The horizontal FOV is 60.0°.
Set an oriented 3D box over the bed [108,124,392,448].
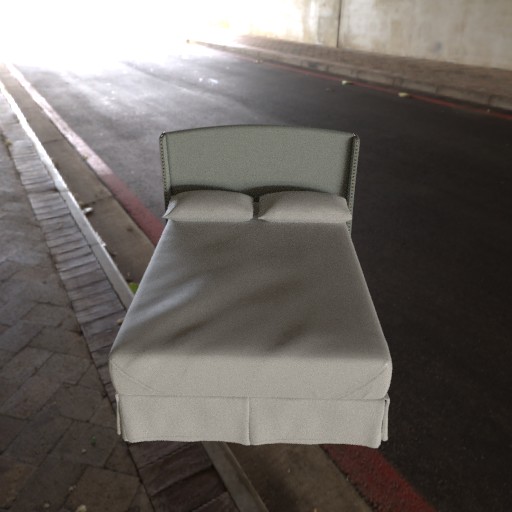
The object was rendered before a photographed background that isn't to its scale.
[{"bbox_3d":[0.000,0.000,3.286,1.710,1.407,2.237,1,30,1],"label":"bed"}]
